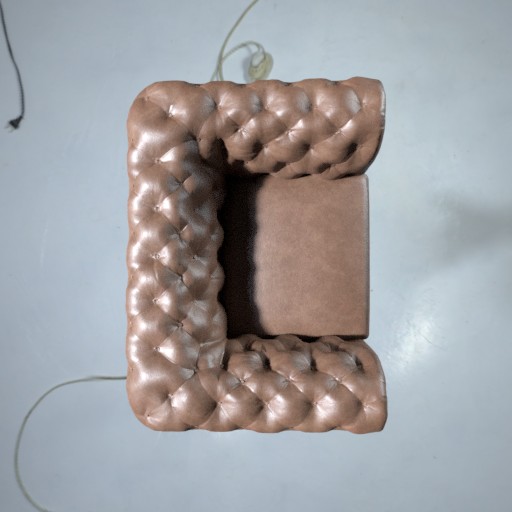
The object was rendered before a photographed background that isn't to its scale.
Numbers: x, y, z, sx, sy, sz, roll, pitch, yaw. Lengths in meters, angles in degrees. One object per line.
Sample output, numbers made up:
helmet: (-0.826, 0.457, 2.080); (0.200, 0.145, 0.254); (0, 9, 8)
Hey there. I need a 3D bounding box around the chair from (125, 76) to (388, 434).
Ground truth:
chair: (0.000, 0.000, 1.891); (0.954, 0.784, 1.298); (0, 89, 1)
